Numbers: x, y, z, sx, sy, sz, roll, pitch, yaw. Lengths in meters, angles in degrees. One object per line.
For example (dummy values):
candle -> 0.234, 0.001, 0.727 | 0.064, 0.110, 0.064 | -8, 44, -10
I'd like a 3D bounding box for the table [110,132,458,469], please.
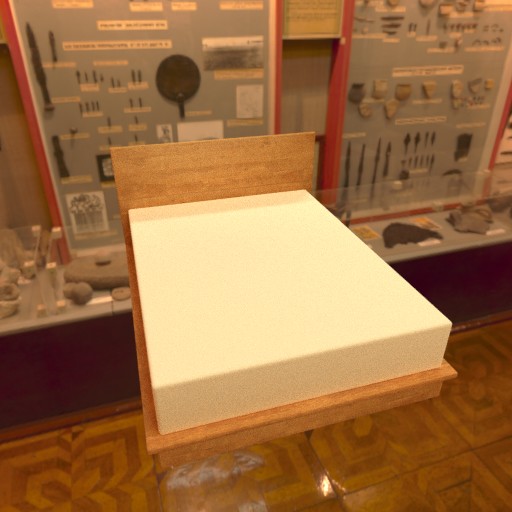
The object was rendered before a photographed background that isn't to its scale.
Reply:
table -> 0.000, 0.000, 3.002 | 1.707, 1.041, 2.149 | -9, 31, -15
